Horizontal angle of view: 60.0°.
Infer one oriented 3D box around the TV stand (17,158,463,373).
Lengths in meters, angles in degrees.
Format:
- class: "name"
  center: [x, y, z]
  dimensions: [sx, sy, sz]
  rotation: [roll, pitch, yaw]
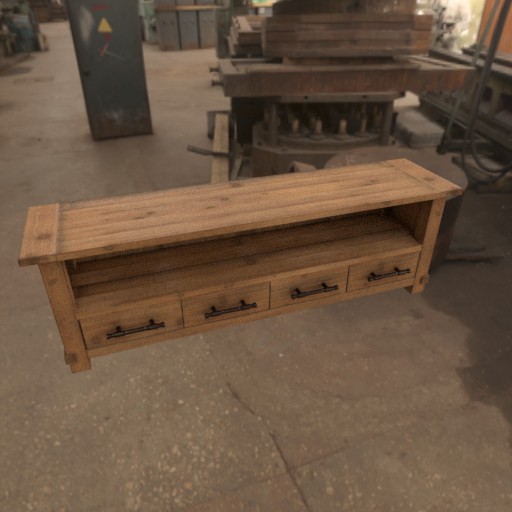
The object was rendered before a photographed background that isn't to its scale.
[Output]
- class: "TV stand"
  center: [0.000, 0.000, 2.022]
  dimensions: [1.804, 0.573, 0.453]
  rotation: [-10, 33, -17]
